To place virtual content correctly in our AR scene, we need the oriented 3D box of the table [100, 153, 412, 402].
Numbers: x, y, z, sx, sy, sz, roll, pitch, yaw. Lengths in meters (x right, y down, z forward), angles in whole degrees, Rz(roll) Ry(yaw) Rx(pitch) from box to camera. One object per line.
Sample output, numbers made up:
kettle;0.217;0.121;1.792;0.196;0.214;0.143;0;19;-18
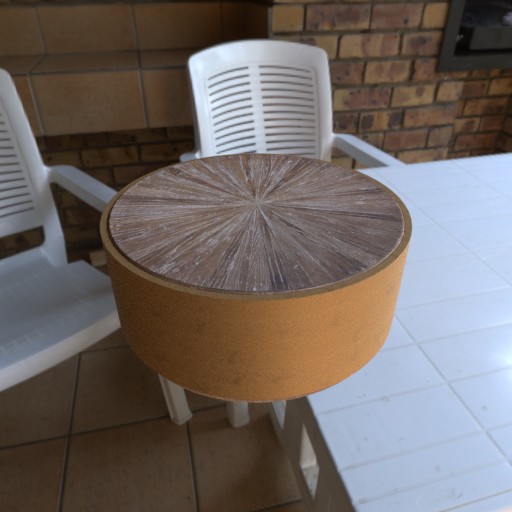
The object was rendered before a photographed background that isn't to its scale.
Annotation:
table;0.000;0.000;1.587;1.001;0.409;1.001;0;33;0
